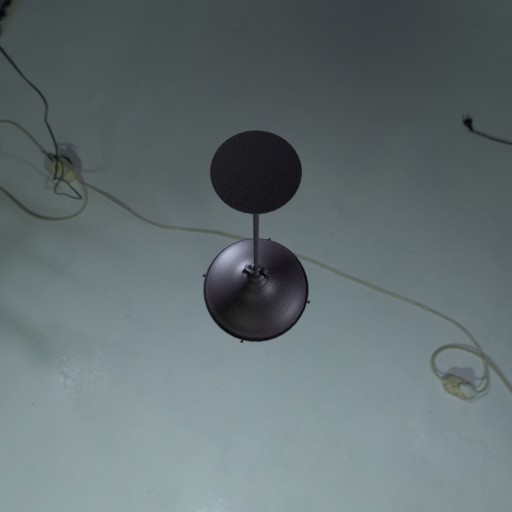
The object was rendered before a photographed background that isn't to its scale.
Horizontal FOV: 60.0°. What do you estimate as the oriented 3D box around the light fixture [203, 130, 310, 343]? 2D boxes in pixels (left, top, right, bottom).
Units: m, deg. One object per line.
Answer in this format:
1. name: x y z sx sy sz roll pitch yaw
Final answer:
1. light fixture: 0.000 0.000 1.034 0.341 0.849 0.341 14 74 4
